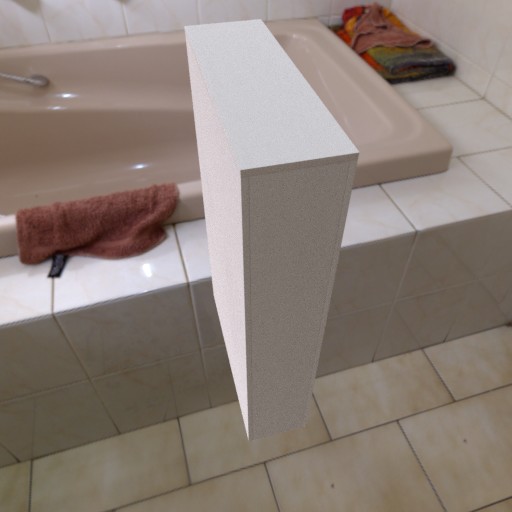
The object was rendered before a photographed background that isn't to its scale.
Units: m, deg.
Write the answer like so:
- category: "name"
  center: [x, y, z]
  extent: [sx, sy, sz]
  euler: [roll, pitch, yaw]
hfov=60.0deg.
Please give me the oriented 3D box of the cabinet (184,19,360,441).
- category: "cabinet"
  center: [0.000, 0.000, 1.549]
  extent: [0.250, 1.280, 0.750]
  euler: [-10, 47, -10]
